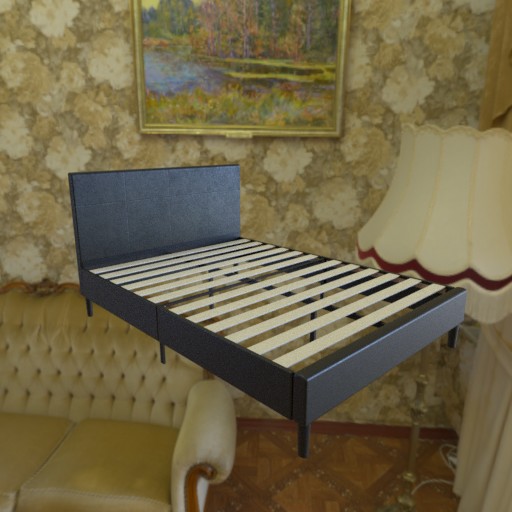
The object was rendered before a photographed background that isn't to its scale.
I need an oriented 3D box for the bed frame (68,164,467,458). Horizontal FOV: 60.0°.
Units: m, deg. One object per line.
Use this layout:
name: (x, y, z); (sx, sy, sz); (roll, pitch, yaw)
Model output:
bed frame: (0.000, 0.000, 3.136); (1.634, 1.127, 2.318); (-14, 20, -42)
